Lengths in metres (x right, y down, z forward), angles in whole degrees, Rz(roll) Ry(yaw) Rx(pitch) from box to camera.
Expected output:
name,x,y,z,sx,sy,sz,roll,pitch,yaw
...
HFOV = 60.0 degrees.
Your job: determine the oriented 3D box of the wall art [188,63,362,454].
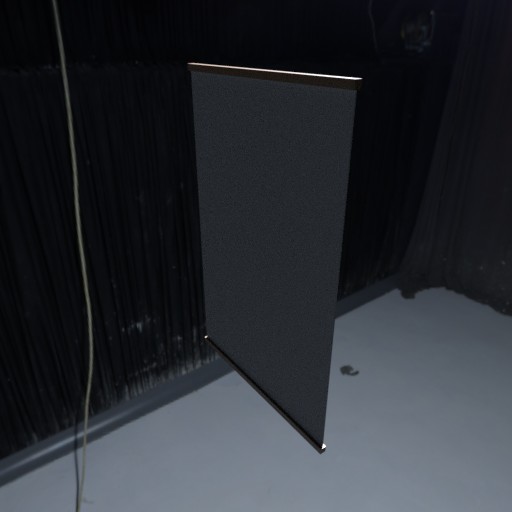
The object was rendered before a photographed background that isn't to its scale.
name,x,y,z,sx,sy,sz,roll,pitch,yaw
wall art,0.000,0.000,1.955,0.030,1.519,0.990,-18,32,-32
